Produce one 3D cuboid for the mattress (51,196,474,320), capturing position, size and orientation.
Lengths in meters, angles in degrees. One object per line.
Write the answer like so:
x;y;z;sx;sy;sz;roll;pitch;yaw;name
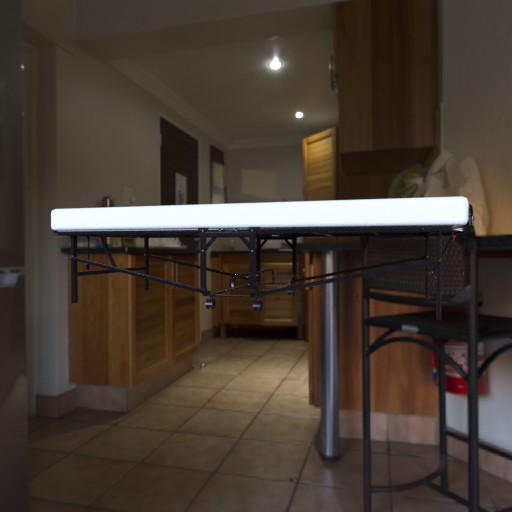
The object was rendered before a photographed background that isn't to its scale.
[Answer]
0.000;0.000;2.534;2.153;0.519;0.922;0;1;17;mattress
